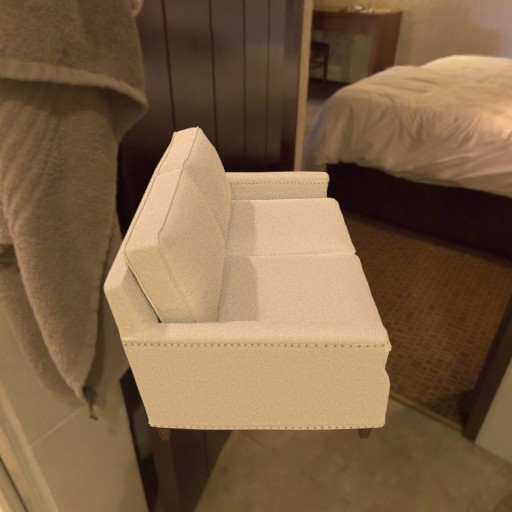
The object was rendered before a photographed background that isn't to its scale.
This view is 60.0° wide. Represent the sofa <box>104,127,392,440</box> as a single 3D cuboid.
[{"bbox_3d":[0.000,0.000,2.326,1.084,1.003,1.597,0,33,0],"label":"sofa"}]
